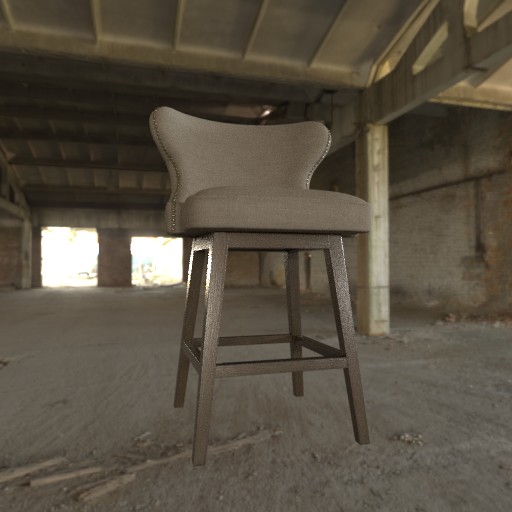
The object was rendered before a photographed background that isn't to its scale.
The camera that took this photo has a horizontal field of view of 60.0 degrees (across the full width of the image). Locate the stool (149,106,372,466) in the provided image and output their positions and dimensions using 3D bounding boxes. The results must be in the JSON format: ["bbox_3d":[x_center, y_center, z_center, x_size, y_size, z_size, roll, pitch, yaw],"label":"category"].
[{"bbox_3d":[0.000,0.000,1.333,0.615,0.972,0.597,0,-1,-16],"label":"stool"}]
